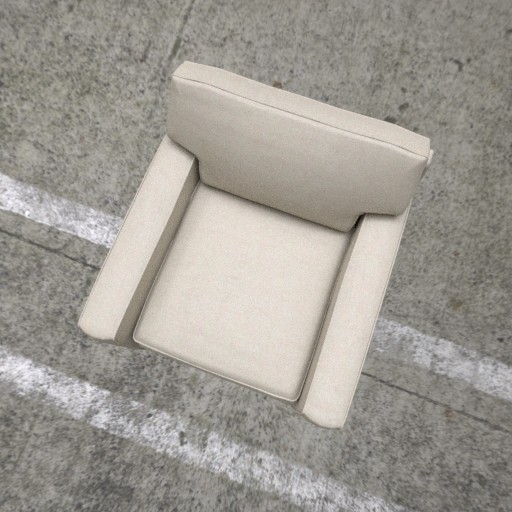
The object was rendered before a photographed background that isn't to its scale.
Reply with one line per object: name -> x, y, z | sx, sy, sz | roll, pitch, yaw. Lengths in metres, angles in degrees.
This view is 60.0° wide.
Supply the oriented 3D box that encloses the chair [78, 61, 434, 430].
chair -> 0.000, 0.000, 1.778 | 0.998, 0.913, 1.043 | 20, 76, 5
